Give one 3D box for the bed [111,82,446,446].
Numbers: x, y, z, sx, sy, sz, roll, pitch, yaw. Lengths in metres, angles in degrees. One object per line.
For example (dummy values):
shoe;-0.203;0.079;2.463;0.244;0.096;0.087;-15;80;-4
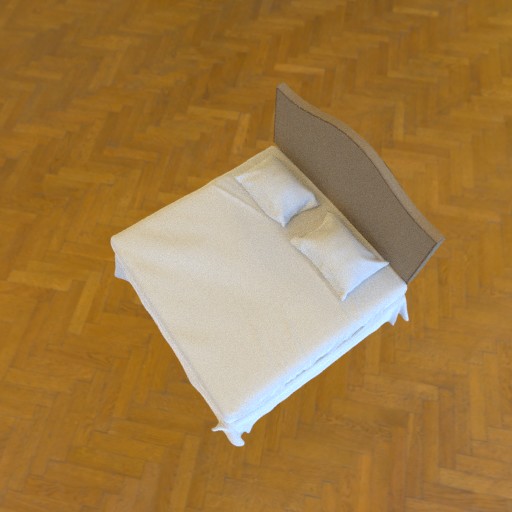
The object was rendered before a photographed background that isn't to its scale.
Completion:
bed;0.000;0.000;3.881;2.222;1.651;2.311;-33;68;-15
